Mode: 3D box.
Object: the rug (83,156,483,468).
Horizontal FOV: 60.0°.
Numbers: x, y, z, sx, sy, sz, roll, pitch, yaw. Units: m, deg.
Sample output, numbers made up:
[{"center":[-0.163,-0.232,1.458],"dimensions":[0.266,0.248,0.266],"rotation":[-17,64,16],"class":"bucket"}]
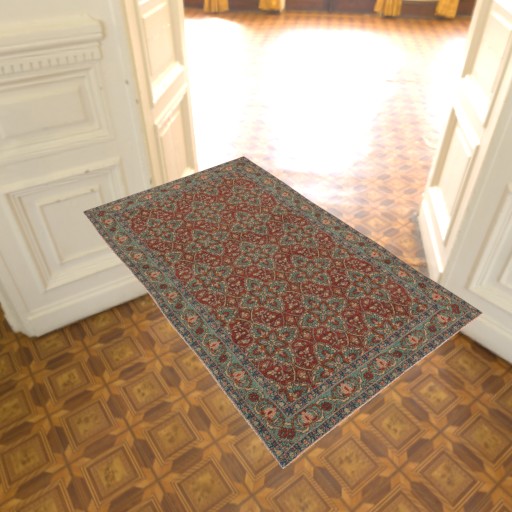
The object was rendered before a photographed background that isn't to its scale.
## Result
[{"center":[0.000,0.000,3.013],"dimensions":[1.533,0.011,2.439],"rotation":[-26,46,-27],"class":"rug"}]
